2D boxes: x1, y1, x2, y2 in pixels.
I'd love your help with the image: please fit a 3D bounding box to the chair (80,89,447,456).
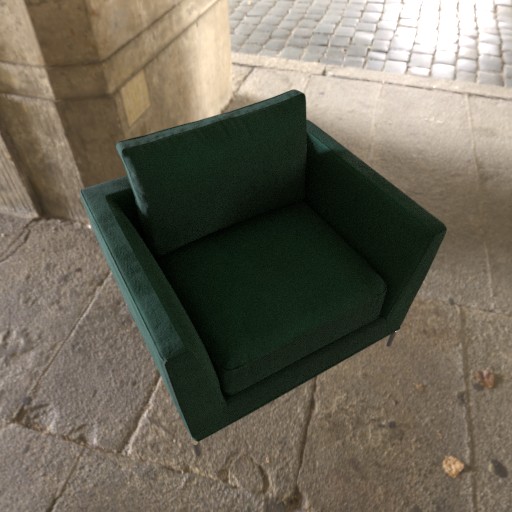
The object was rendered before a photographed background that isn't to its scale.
[{"bbox_3d":[0.000,0.000,1.755,1.047,0.997,0.852,-23,51,-20],"label":"chair"}]
